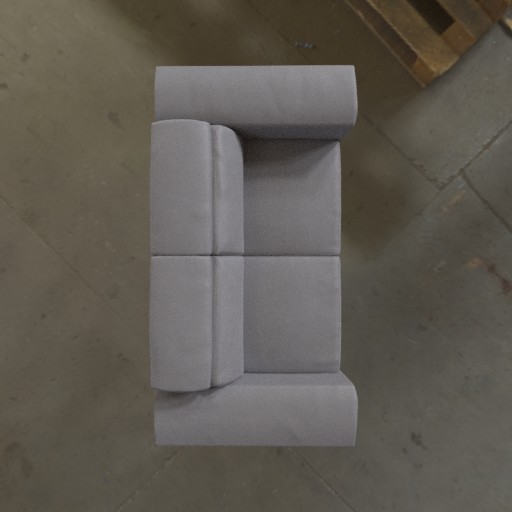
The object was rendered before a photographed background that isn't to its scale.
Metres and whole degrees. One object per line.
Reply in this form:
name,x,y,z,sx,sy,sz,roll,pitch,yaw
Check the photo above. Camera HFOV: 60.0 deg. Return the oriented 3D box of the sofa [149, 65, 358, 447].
sofa,0.000,0.000,2.401,1.003,0.779,1.895,0,90,1
